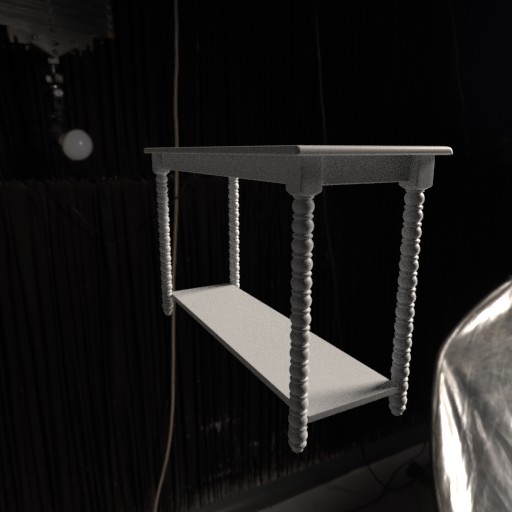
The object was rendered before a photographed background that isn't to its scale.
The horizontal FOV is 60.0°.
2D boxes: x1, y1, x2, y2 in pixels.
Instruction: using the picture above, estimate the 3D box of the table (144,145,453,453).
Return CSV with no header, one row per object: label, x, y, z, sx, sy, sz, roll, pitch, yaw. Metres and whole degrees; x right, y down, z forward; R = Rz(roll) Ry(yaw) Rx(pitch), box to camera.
table,0.000,0.000,1.557,0.459,0.740,1.184,-7,15,-27
